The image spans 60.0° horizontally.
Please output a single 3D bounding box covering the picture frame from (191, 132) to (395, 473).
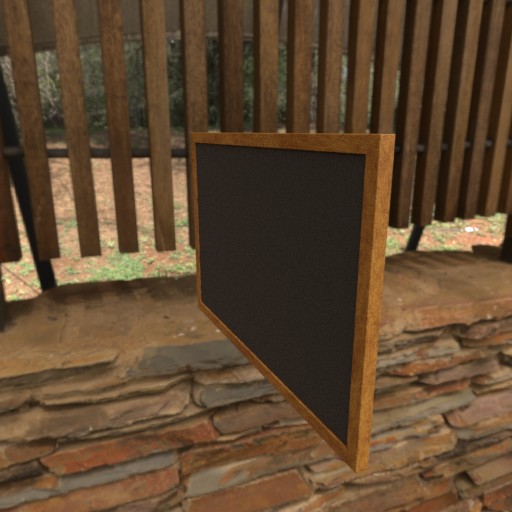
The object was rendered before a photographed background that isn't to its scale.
[{"bbox_3d":[0.000,0.000,1.162,0.029,0.621,0.922,-8,17,-25],"label":"picture frame"}]
